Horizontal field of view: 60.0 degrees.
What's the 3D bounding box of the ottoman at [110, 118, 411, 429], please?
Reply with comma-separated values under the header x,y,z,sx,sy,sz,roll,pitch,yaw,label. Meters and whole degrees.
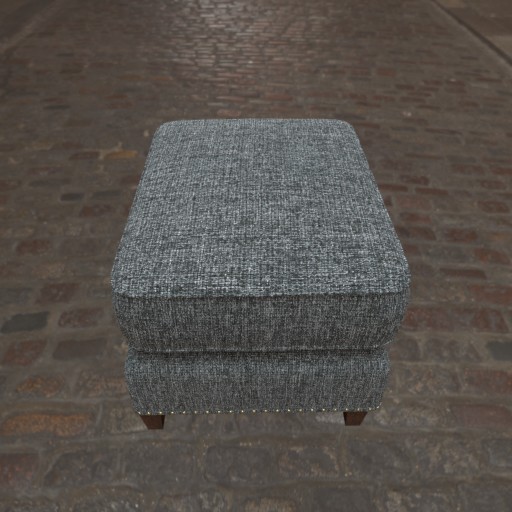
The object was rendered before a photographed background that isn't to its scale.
x,y,z,sx,sy,sz,roll,pitch,yaw,label
0.000,0.000,1.186,0.589,0.537,0.738,-1,42,-1,ottoman
